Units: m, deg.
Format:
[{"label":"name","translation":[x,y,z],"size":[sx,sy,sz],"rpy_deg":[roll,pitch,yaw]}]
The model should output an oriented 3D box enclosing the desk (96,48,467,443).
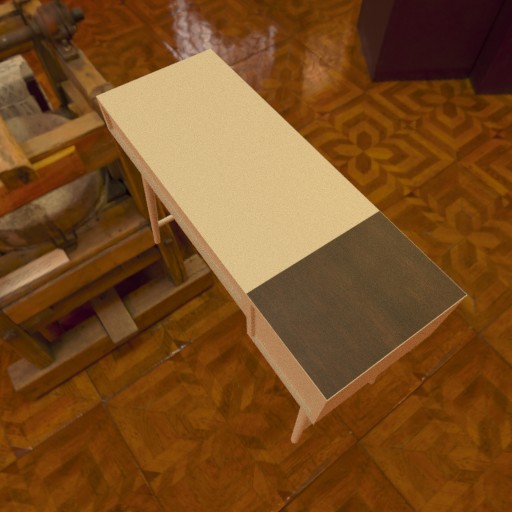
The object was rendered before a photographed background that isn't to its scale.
[{"label":"desk","translation":[0.000,0.000,1.469],"size":[0.409,0.761,1.069],"rpy_deg":[-31,64,-17]}]
